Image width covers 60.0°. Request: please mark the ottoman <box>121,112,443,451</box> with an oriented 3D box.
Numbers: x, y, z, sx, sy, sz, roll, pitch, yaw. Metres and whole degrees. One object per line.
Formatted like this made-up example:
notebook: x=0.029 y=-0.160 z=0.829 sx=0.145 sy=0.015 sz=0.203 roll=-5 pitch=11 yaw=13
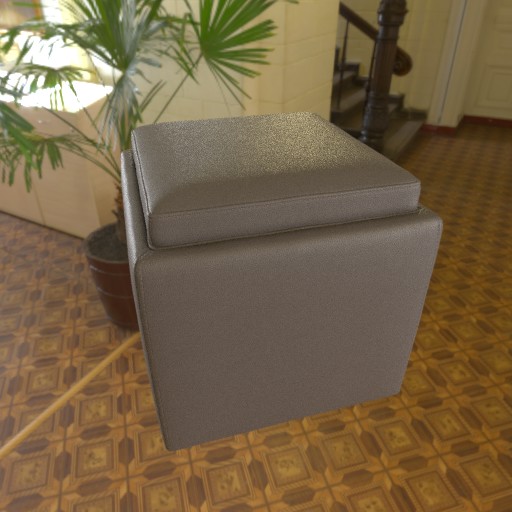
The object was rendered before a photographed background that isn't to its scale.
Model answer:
ottoman: x=0.000 y=0.000 z=0.839 sx=0.451 sy=0.460 sz=0.450 roll=-9 pitch=33 yaw=-14
